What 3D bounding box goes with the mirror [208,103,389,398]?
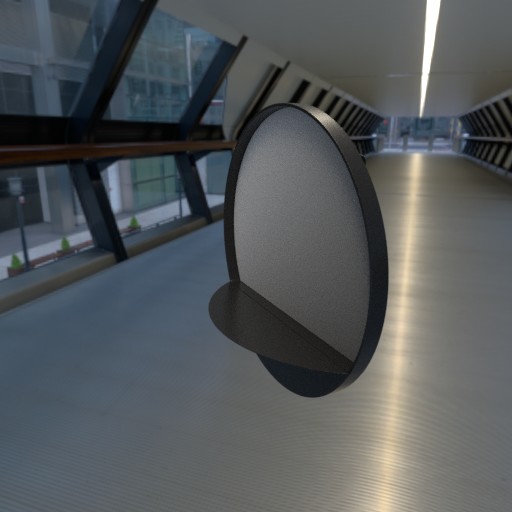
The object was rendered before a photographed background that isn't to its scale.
[{"bbox_3d":[0.000,0.000,0.697,0.133,0.457,0.457,-8,18,-25],"label":"mirror"}]
